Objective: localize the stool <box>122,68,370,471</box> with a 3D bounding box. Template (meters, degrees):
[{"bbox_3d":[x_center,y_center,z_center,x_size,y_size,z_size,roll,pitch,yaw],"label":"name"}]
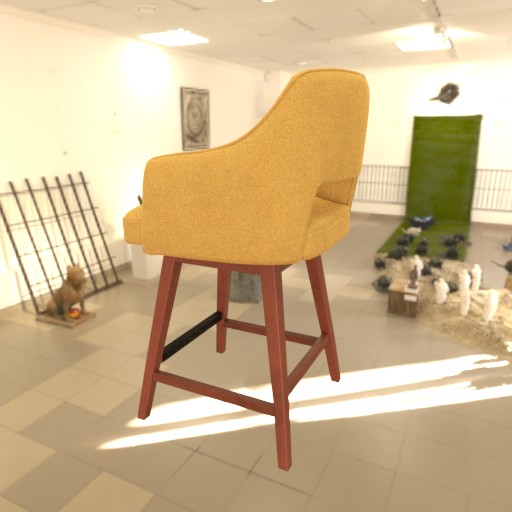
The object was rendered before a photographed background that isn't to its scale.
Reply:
[{"bbox_3d":[0.000,0.000,1.236,0.558,0.924,0.548,8,18,25],"label":"stool"}]
